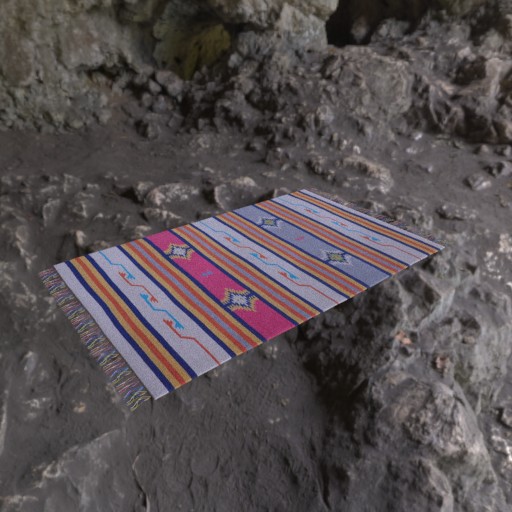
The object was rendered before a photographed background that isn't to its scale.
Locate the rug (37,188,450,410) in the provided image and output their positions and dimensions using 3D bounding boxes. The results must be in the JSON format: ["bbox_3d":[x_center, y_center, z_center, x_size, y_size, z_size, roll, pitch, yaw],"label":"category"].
[{"bbox_3d":[0.000,0.000,2.251,1.849,0.013,1.084,-21,36,-33],"label":"rug"}]
